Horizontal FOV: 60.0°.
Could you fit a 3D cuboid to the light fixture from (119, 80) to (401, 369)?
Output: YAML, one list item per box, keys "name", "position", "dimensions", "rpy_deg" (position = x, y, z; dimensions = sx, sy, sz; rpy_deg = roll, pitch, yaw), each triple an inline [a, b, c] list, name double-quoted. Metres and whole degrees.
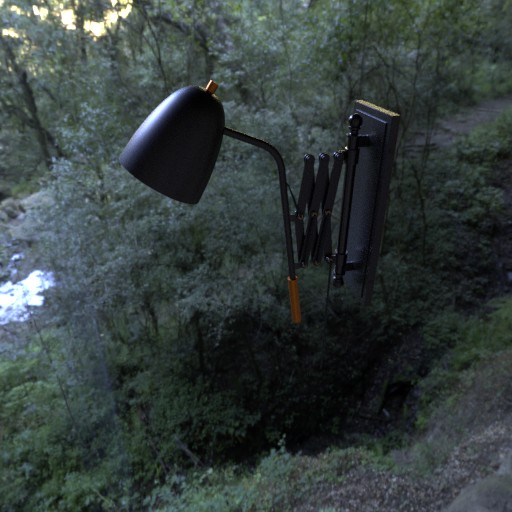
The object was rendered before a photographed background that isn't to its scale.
- name: "light fixture"
  position: [0.000, 0.000, 0.952]
  dimensions: [0.499, 0.715, 0.162]
  rpy_deg: [-8, 31, -13]
